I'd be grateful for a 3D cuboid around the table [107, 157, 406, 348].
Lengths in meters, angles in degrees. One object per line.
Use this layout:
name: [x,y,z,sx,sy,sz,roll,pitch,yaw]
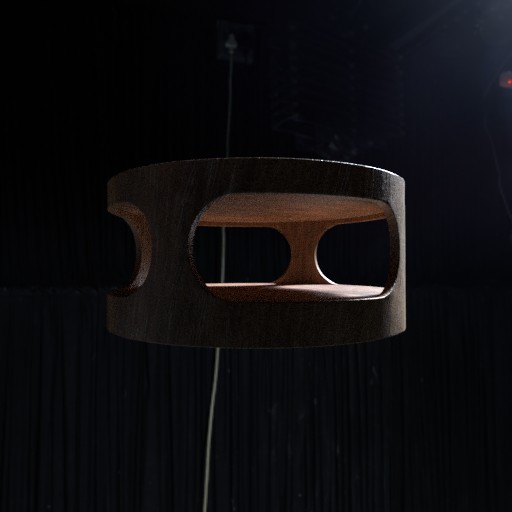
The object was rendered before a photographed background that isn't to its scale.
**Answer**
table: [0.000,0.000,1.530,0.974,0.450,0.974,0,-1,0]
